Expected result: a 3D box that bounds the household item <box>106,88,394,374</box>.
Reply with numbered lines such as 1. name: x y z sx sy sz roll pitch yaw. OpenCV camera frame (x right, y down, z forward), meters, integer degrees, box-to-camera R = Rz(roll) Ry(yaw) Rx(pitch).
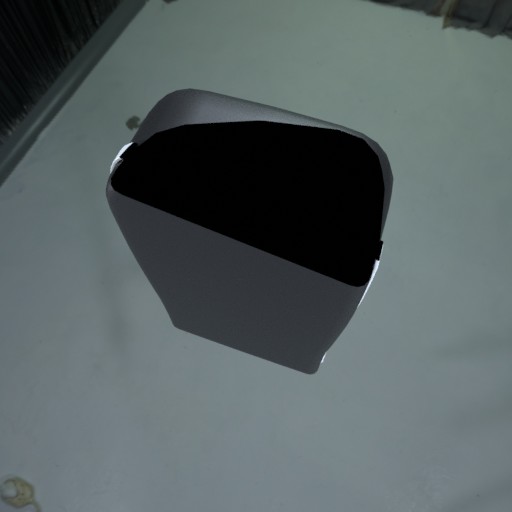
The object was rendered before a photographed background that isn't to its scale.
1. household item: 0.000 0.000 0.148 0.070 0.114 0.038 17 64 9
